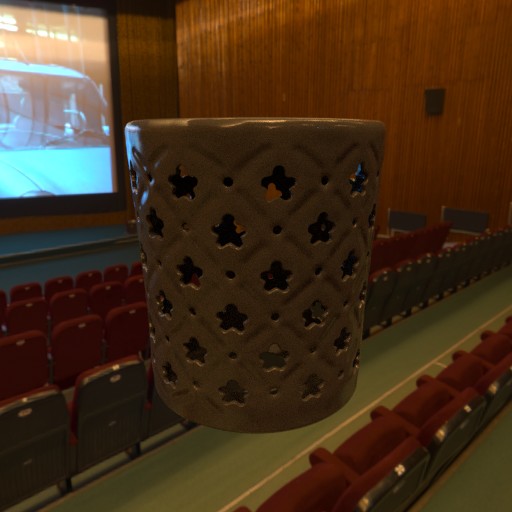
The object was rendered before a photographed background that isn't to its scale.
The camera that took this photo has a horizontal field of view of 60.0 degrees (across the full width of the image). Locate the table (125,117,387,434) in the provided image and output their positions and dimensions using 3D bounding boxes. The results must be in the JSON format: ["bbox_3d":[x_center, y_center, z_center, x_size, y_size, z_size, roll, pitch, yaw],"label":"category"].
[{"bbox_3d":[0.000,0.000,0.661,0.352,0.387,0.352,0,15,0],"label":"table"}]
